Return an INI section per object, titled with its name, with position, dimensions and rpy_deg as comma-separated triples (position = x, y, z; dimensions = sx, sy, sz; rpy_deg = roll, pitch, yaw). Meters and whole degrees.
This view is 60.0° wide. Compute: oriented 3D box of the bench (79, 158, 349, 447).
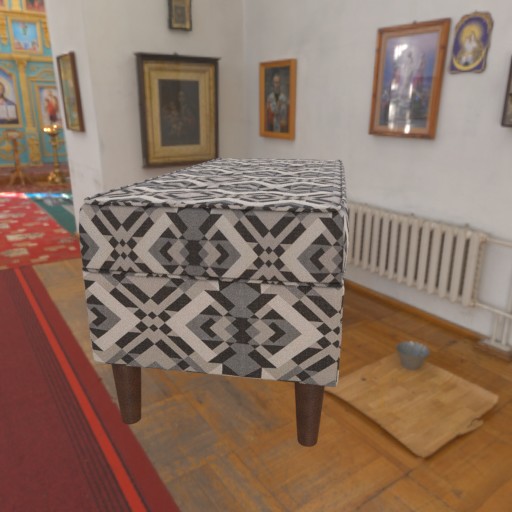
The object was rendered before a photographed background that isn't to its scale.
[bench]
position = 0.000, 0.000, 1.279
dimensions = 0.492, 0.477, 1.016
rpy_deg = 3, 17, 10
